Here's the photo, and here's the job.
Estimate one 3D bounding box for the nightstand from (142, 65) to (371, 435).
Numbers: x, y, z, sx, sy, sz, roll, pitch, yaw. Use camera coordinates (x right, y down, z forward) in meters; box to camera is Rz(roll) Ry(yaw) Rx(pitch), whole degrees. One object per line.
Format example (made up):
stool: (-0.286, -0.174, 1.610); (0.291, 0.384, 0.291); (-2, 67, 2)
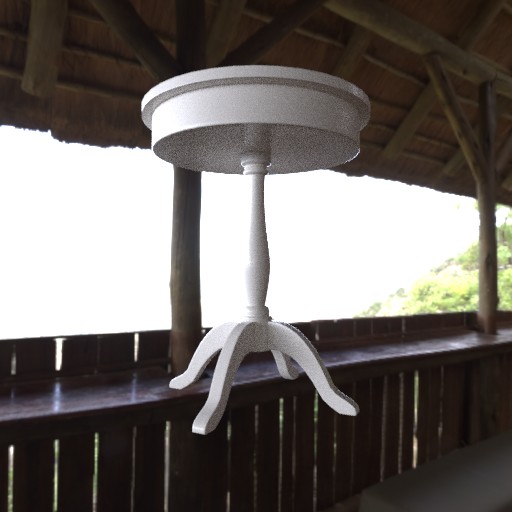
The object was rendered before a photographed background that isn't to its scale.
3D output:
nightstand: (0.000, 0.000, 1.018); (0.513, 0.653, 0.513); (-1, -1, 36)
